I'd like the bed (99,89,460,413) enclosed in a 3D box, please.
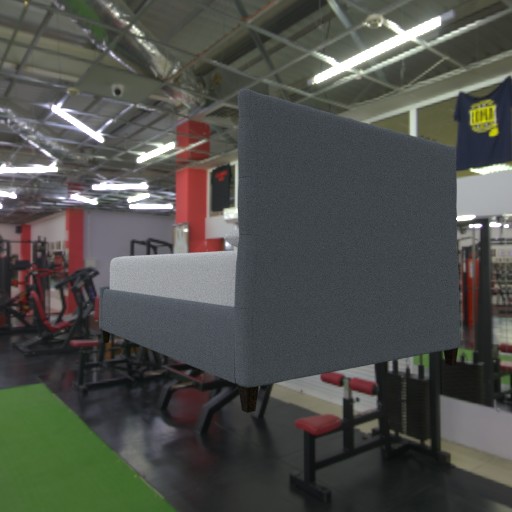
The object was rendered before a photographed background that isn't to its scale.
[{"bbox_3d":[0.000,0.000,3.303,1.698,1.427,2.231,1,-2,-35],"label":"bed"}]
